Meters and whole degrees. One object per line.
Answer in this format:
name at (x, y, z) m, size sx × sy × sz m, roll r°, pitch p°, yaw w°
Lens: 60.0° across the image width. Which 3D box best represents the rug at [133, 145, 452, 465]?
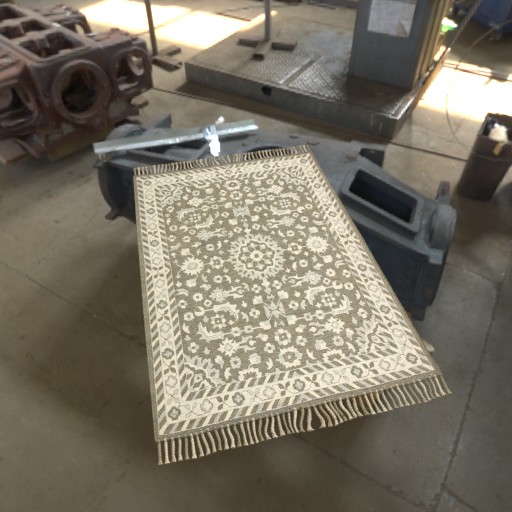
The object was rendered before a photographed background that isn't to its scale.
rug at (0.000, 0.000, 2.978) m, size 1.530 × 0.025 × 2.431 m, roll -10°, pitch 47°, yaw -9°
